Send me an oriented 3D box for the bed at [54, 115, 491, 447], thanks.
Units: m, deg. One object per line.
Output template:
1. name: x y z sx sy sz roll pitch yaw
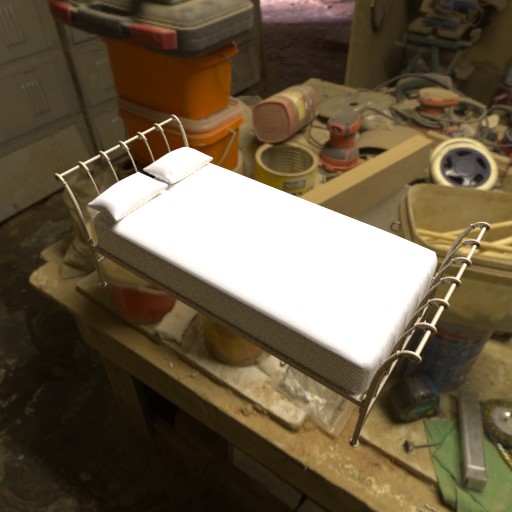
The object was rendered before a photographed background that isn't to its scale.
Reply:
1. bed: 0.000 0.000 2.715 2.228 0.873 1.032 26 48 26
